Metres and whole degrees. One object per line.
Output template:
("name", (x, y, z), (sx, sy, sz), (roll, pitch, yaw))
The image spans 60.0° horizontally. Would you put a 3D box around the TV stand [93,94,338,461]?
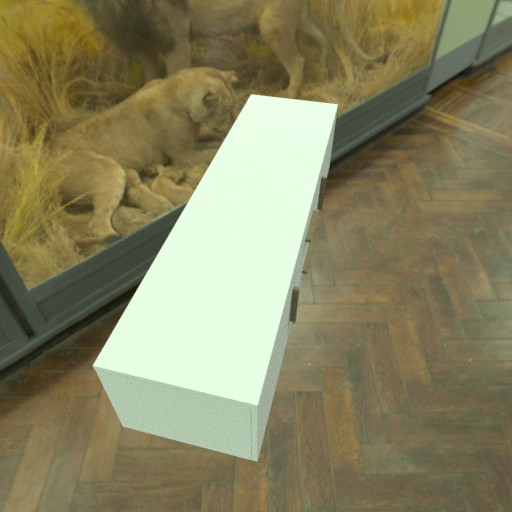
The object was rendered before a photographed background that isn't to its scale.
("TV stand", (0.000, 0.000, 1.636), (0.401, 0.560, 1.398), (10, 46, 10))
